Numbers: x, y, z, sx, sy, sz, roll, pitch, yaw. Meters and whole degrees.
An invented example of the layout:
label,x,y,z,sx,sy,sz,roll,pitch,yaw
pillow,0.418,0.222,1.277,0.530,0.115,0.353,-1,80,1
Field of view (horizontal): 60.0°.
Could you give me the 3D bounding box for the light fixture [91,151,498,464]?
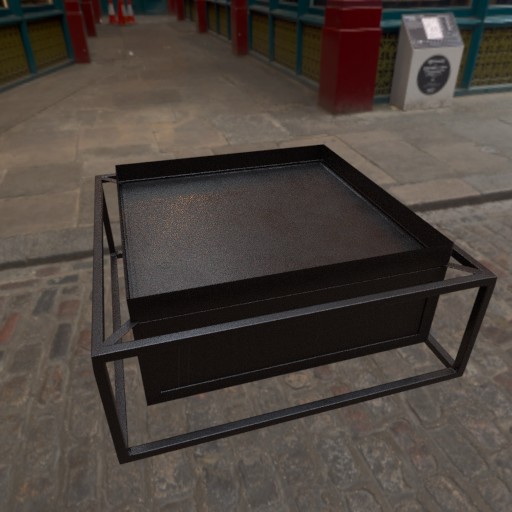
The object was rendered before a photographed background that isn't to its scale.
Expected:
label,x,y,z,sx,sy,sz,roll,pitch,yaw
light fixture,0.000,0.000,0.662,0.441,0.191,0.441,-9,34,-14
